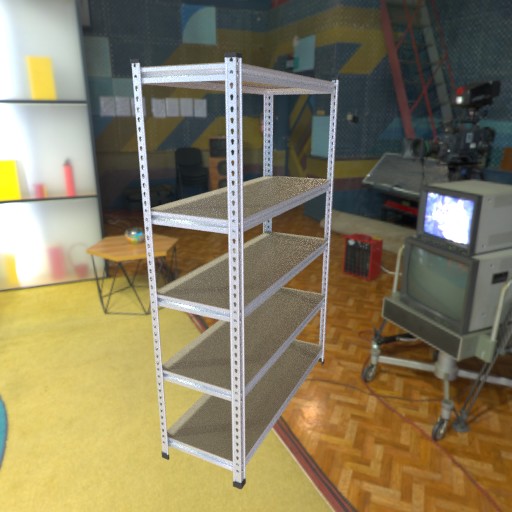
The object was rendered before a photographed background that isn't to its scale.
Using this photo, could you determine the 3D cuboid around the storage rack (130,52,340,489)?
[{"bbox_3d":[0.000,0.000,2.360,0.457,1.829,1.219,9,20,25],"label":"storage rack"}]
